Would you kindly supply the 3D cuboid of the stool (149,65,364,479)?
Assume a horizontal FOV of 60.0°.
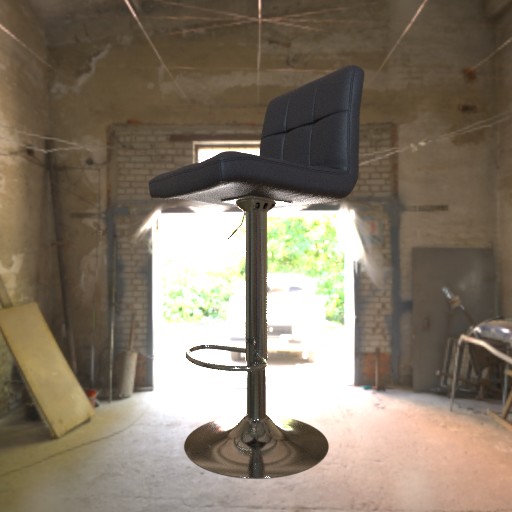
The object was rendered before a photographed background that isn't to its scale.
[{"bbox_3d":[0.000,0.000,1.309,0.505,1.115,0.430,0,1,-36],"label":"stool"}]
